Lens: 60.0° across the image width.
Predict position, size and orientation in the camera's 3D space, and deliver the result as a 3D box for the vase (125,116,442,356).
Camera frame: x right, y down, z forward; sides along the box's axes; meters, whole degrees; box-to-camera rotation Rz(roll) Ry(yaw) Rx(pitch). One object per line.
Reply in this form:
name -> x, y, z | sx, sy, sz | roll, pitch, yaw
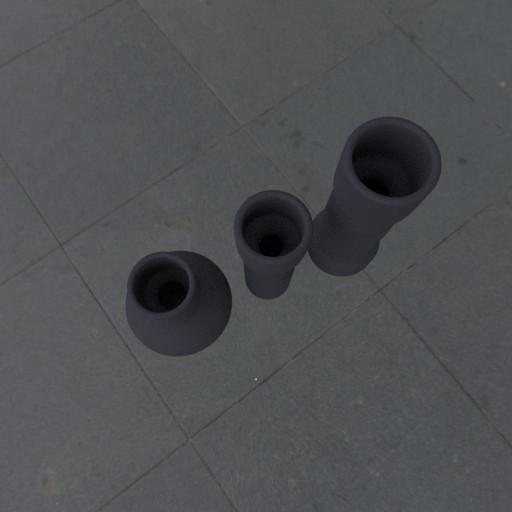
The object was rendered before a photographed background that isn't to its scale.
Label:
vase -> 0.000, 0.000, 0.443 | 0.307, 0.249, 0.120 | -21, 76, -6
